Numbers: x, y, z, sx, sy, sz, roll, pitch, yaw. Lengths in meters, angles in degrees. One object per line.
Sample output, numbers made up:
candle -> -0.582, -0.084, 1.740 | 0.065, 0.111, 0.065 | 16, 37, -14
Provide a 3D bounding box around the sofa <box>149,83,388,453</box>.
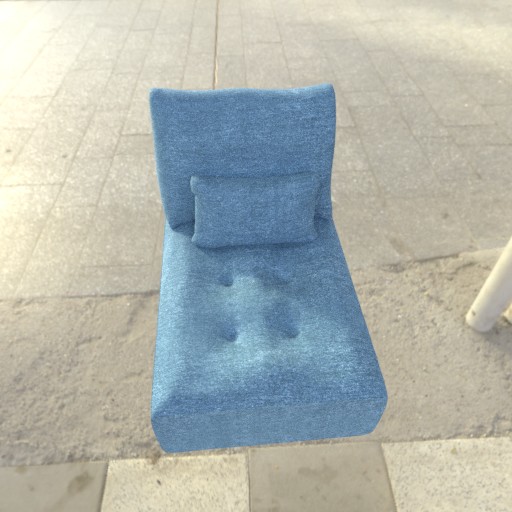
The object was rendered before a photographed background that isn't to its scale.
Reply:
sofa -> 0.000, 0.000, 1.539 | 0.700, 0.820, 1.000 | -4, 46, -4
